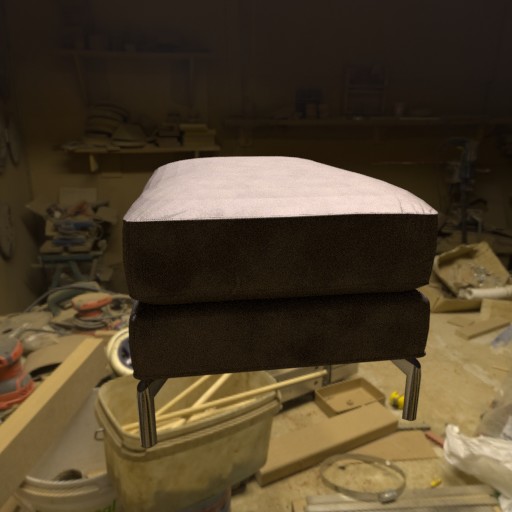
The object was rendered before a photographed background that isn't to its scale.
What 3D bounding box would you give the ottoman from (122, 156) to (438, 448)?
[{"bbox_3d":[0.000,0.000,1.060,0.520,0.456,0.719,-2,17,-8],"label":"ottoman"}]
